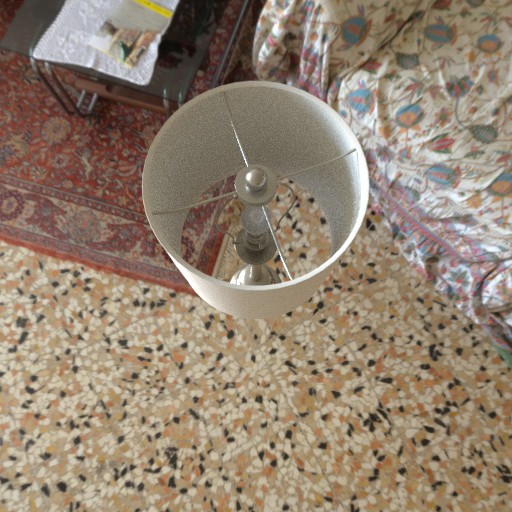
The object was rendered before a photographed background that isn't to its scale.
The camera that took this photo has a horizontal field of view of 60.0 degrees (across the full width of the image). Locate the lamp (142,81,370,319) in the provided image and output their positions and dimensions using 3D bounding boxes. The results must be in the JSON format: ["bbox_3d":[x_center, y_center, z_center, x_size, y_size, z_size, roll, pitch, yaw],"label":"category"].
[{"bbox_3d":[0.000,0.000,0.814,0.254,0.690,0.254,-18,76,-5],"label":"lamp"}]
